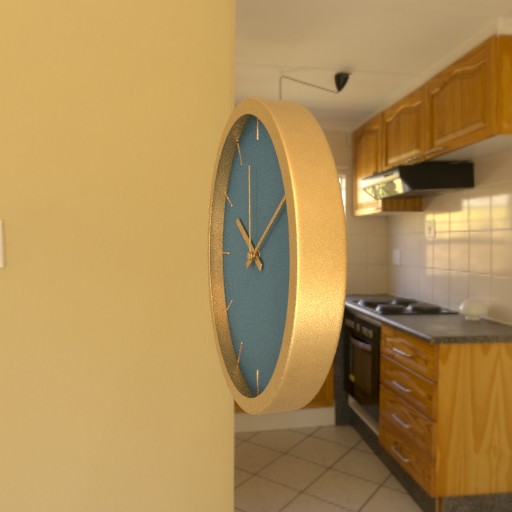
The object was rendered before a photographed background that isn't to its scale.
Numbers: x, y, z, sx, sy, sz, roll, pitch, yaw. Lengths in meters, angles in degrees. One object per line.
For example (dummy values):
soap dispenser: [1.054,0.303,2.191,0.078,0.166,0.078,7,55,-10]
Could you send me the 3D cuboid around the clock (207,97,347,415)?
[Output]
clock: [0.000,0.000,0.467,0.040,0.314,0.314,-1,2,-18]
